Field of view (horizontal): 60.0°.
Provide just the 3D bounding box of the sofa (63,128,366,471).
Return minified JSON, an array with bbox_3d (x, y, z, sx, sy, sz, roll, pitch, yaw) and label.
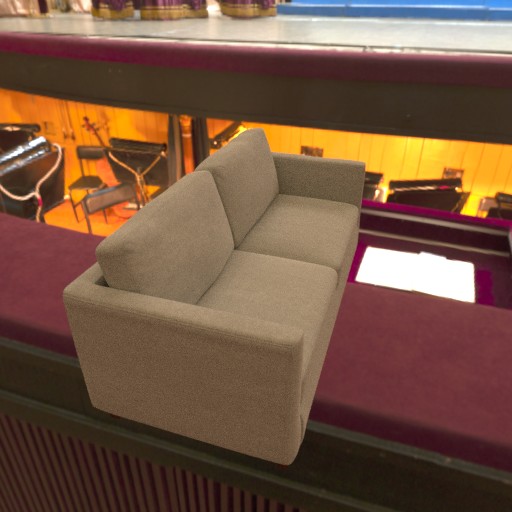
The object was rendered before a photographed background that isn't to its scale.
[{"bbox_3d":[0.000,0.000,2.415,0.950,0.963,1.884,10,32,16],"label":"sofa"}]
